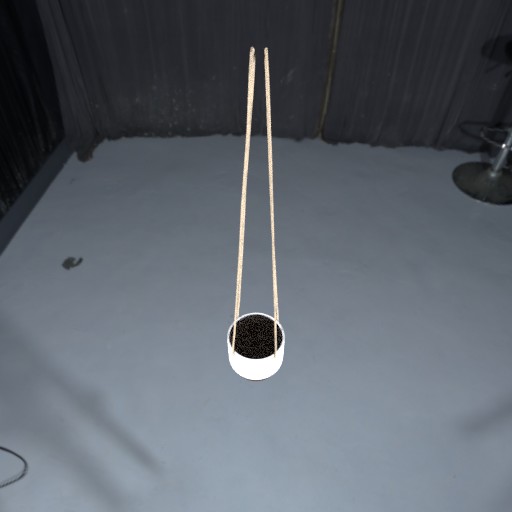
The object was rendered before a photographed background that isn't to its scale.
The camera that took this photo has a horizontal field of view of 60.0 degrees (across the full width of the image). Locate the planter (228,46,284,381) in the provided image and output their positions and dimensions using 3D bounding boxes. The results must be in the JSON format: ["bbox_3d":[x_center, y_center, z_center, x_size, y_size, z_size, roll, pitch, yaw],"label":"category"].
[{"bbox_3d":[0.000,0.000,0.923,0.146,0.841,0.146,3,46,3],"label":"planter"}]
